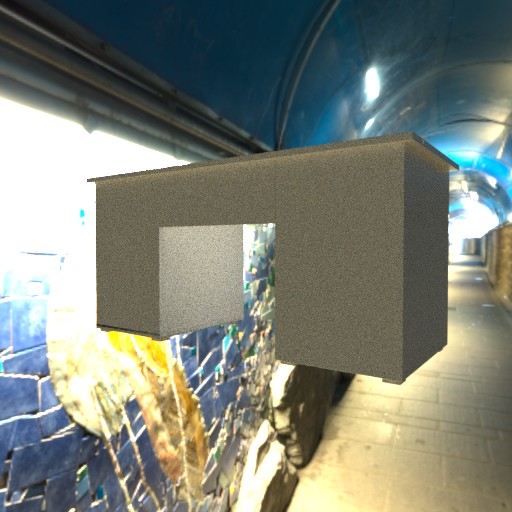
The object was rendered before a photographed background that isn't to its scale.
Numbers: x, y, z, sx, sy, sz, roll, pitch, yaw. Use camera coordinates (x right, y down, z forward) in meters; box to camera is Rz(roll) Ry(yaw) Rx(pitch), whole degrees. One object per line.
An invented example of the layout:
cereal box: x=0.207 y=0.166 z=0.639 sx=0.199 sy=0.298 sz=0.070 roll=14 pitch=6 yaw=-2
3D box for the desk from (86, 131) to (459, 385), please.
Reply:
desk: x=0.000 y=0.000 z=2.020 sx=1.580 sy=0.760 sz=0.670 roll=1 pitch=2 yaw=35
